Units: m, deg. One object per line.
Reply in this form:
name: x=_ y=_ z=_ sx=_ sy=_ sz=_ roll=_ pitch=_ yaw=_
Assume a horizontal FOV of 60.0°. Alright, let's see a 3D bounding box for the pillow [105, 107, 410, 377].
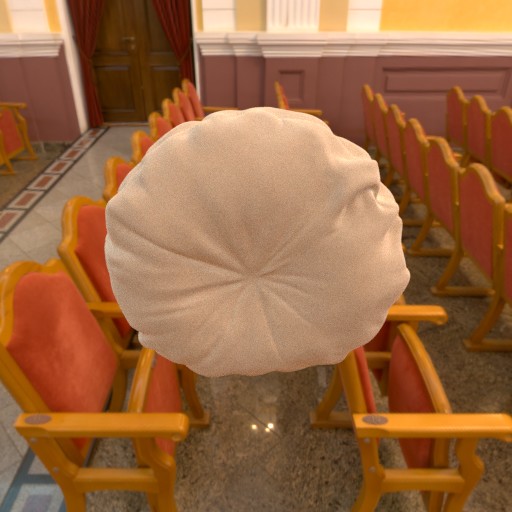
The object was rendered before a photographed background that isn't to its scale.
pillow: x=0.000 y=0.000 z=0.636 sx=0.428 sy=0.407 sz=0.148 roll=0 pitch=30 yaw=0
